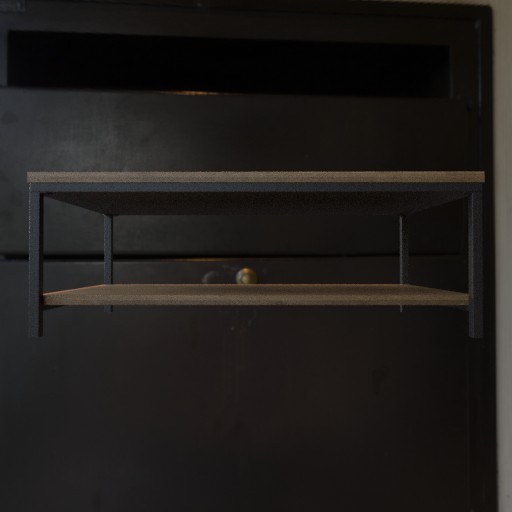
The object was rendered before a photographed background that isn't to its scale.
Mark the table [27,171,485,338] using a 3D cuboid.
[{"bbox_3d":[0.000,0.000,1.339,1.100,0.399,0.551,0,-1,0],"label":"table"}]
